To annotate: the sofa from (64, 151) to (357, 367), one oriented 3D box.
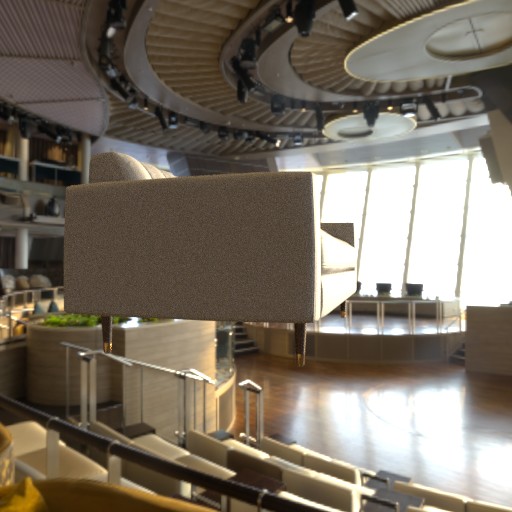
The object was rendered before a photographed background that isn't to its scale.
[{"bbox_3d":[0.000,0.000,2.414,0.969,0.814,1.895,0,-1,17],"label":"sofa"}]
